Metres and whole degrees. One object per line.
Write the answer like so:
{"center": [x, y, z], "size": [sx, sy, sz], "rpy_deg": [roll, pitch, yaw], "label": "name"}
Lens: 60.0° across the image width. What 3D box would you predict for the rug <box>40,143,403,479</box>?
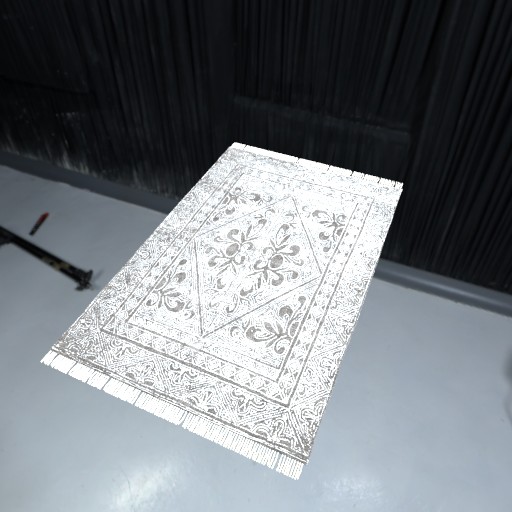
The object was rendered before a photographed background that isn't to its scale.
{"center": [0.000, 0.000, 2.995], "size": [1.529, 0.010, 2.440], "rpy_deg": [18, 48, 16], "label": "rug"}
